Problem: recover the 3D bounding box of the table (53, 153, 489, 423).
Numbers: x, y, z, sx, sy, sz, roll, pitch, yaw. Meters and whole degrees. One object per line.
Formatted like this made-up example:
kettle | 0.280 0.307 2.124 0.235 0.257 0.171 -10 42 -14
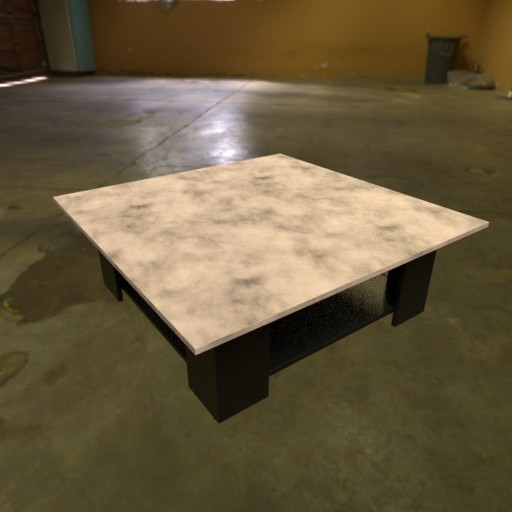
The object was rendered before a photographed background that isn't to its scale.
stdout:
table | 0.000 0.000 1.338 0.890 0.305 0.890 -18 33 -31
